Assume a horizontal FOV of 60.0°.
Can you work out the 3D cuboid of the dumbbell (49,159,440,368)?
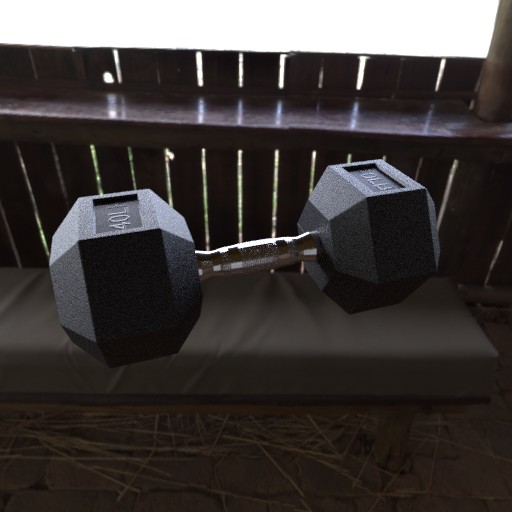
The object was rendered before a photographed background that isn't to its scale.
[{"bbox_3d":[0.000,0.000,0.440,0.361,0.137,0.157,-10,34,-15],"label":"dumbbell"}]
